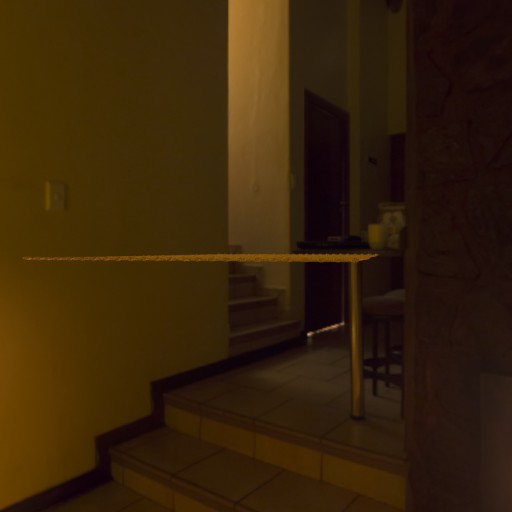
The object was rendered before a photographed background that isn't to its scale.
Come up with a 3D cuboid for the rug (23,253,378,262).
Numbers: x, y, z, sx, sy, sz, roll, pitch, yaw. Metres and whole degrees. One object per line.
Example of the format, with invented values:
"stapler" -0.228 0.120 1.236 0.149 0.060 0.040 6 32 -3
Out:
"rug" 0.000 0.000 2.279 1.162 0.013 1.875 0 1 17
